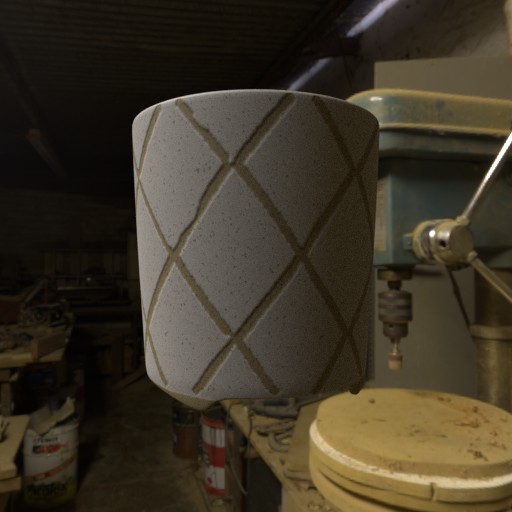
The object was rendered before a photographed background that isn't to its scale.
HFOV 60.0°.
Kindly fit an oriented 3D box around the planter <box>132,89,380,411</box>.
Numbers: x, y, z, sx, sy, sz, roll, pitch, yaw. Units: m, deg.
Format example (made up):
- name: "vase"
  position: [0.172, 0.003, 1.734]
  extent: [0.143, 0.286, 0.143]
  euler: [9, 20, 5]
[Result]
- name: "planter"
  position: [0.000, 0.000, 0.424]
  extent: [0.228, 0.235, 0.228]
  euler: [0, 0, 0]
